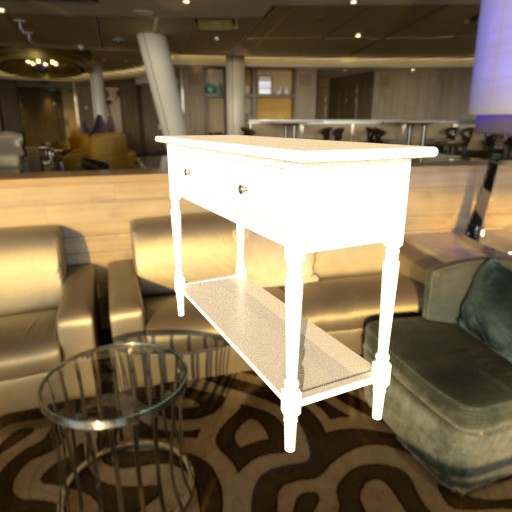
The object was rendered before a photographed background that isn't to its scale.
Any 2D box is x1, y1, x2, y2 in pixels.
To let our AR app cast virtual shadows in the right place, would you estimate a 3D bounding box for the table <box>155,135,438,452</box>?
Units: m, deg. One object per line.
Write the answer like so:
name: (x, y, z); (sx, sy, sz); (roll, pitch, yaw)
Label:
table: (0.000, 0.000, 1.605); (0.386, 0.814, 1.191); (-8, 19, -25)
